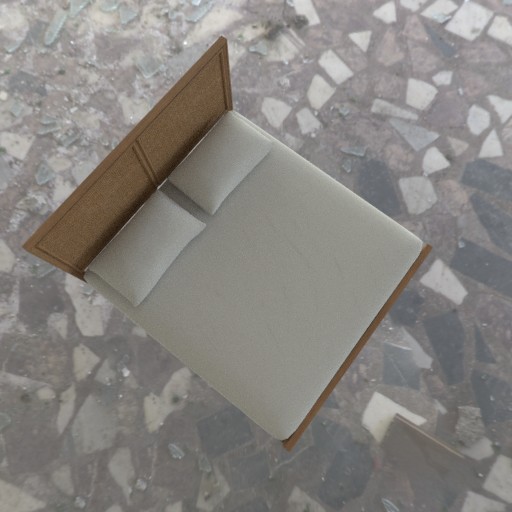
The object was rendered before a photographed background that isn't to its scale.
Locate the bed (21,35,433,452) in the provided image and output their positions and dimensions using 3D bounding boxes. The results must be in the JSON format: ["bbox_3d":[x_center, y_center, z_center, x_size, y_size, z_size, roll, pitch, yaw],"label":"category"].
[{"bbox_3d":[0.000,0.000,3.491,2.184,1.387,2.003,37,78,9],"label":"bed"}]
